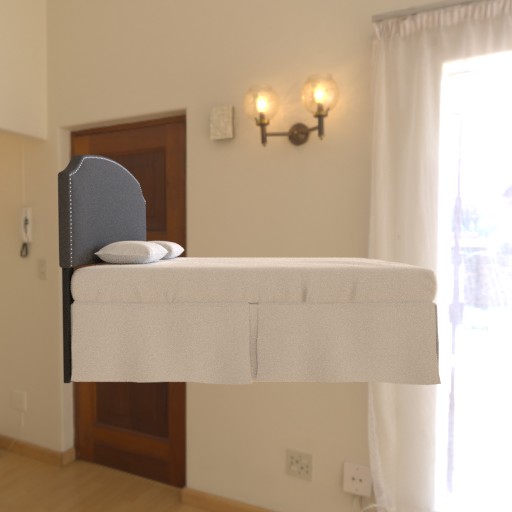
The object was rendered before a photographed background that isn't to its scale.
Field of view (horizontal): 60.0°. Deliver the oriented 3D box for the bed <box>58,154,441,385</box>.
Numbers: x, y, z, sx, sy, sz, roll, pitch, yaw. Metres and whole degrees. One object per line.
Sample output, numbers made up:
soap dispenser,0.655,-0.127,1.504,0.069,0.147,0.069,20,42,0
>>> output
bed,0.000,0.000,2.997,1.999,1.270,1.558,0,2,0
